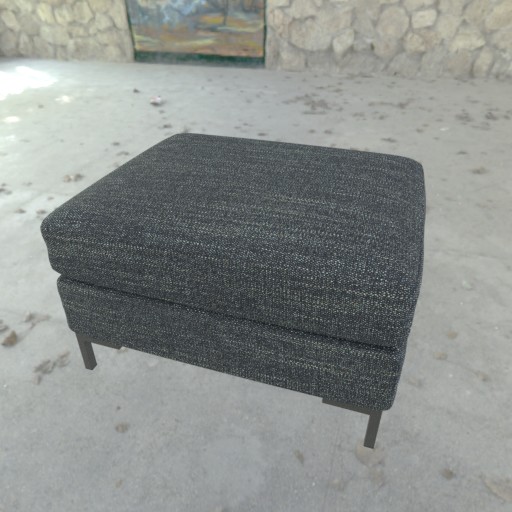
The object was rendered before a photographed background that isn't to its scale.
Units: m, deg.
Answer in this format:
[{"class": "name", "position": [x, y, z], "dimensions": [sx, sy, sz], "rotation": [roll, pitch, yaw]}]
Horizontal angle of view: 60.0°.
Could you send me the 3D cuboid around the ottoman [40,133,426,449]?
[{"class": "ottoman", "position": [0.000, 0.000, 1.209], "dimensions": [0.814, 0.491, 0.667], "rotation": [10, 34, 15]}]
